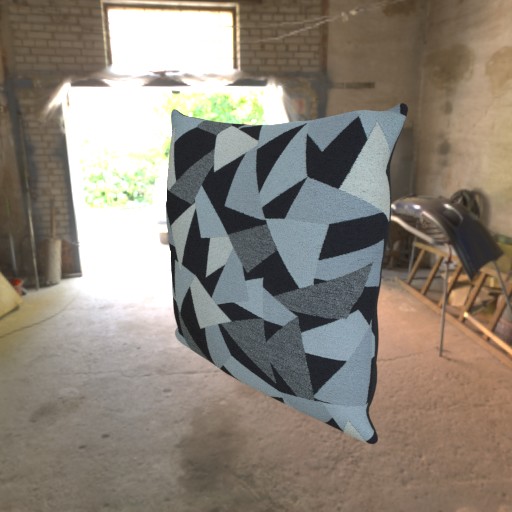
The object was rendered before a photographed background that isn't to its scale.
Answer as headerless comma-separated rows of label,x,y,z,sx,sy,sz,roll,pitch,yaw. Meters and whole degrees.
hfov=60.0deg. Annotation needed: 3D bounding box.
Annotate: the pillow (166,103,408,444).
pillow,0.000,0.000,0.765,0.503,0.496,0.208,15,22,43
